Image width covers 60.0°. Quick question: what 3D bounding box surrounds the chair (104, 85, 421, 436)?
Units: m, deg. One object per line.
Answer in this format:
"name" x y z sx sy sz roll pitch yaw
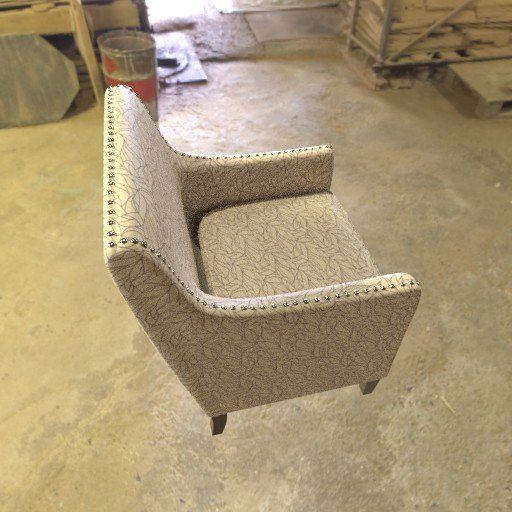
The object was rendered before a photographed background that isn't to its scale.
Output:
"chair" 0.000 0.000 1.242 0.651 0.816 0.623 -10 47 -9
